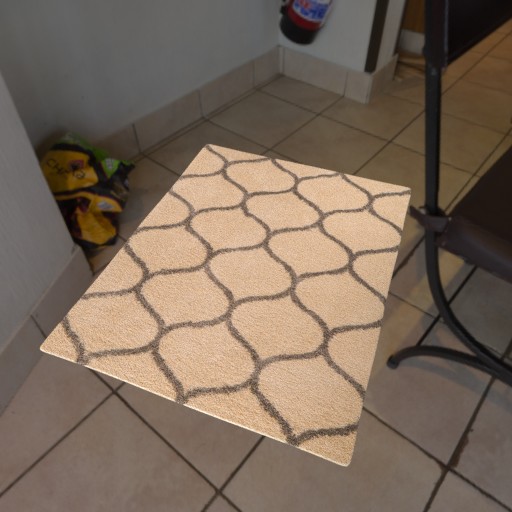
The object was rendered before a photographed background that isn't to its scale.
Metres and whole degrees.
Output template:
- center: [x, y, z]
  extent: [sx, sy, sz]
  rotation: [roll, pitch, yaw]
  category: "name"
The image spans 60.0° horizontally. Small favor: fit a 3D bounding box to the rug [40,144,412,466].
- center: [0.000, 0.000, 4.033]
  extent: [2.399, 0.026, 3.000]
  rotation: [16, 49, 14]
  category: "rug"
